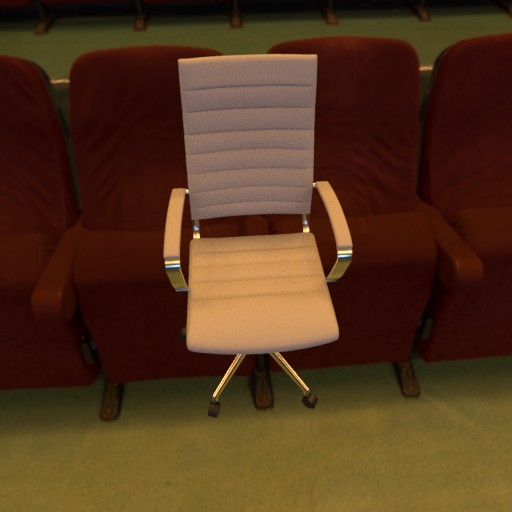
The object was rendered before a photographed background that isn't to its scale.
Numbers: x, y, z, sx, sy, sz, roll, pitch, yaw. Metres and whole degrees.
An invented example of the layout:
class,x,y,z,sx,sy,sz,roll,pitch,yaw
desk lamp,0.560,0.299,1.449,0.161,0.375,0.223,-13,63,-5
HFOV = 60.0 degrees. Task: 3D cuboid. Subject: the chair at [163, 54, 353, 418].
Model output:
class,x,y,z,sx,sy,sz,roll,pitch,yaw
chair,0.000,0.000,1.574,0.679,1.149,0.667,-3,46,-3
